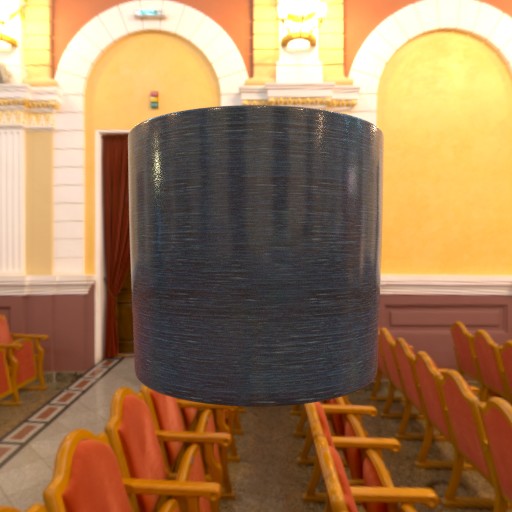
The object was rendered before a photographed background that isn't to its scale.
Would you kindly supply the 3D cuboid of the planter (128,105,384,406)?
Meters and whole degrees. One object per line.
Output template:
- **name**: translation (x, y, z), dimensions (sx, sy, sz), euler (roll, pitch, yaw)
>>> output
- **planter**: translation (0.000, 0.000, 0.401), dimensions (0.221, 0.201, 0.221), euler (0, 1, 0)
